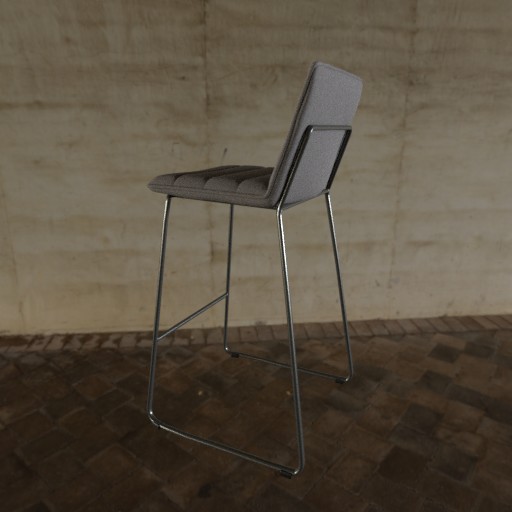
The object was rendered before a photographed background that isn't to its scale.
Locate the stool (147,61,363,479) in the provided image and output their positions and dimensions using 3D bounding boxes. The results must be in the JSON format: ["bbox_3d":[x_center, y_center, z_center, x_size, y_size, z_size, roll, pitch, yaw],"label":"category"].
[{"bbox_3d":[0.000,0.000,1.256,0.490,0.960,0.490,8,18,25],"label":"stool"}]
